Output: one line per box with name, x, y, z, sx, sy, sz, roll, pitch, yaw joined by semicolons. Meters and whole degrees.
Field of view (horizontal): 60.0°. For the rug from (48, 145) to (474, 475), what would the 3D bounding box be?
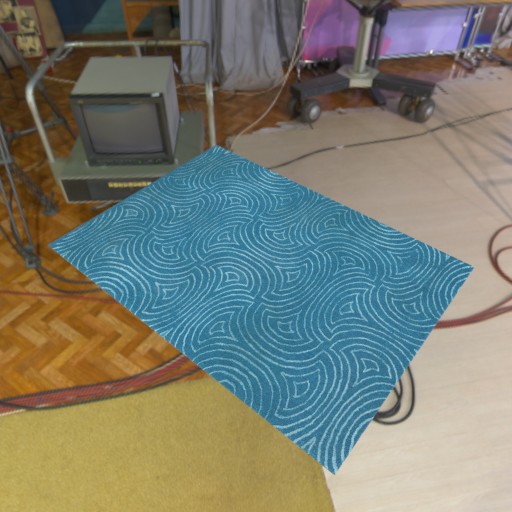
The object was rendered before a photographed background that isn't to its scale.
rug;0.000;0.000;2.741;2.144;0.015;1.543;31;53;27
